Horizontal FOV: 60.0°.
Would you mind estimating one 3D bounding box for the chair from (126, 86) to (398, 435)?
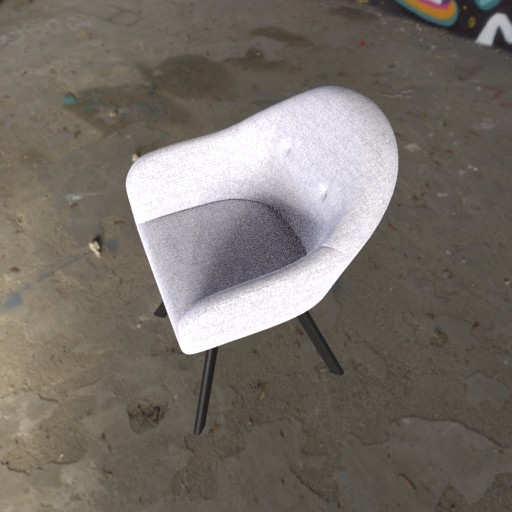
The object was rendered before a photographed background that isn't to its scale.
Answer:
[{"bbox_3d":[0.000,0.000,1.172,0.570,0.780,0.540,-18,49,-16],"label":"chair"}]
